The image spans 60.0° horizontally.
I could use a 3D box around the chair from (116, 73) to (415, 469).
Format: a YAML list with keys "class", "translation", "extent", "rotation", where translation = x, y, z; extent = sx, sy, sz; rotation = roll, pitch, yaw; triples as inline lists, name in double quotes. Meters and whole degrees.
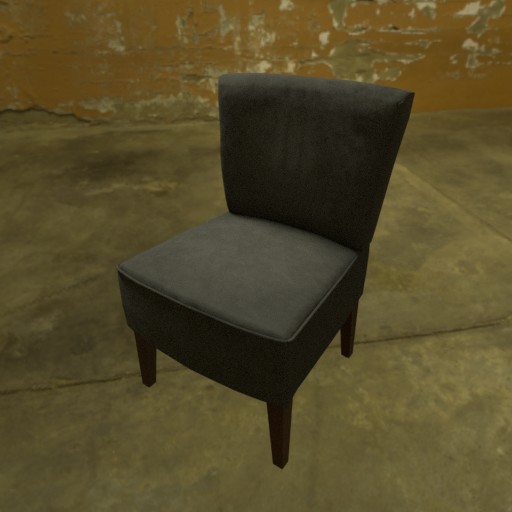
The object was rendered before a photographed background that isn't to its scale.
- class: "chair"
  translation: [0.000, 0.000, 1.135]
  extent: [0.521, 0.806, 0.554]
  rotation: [19, 35, 30]
